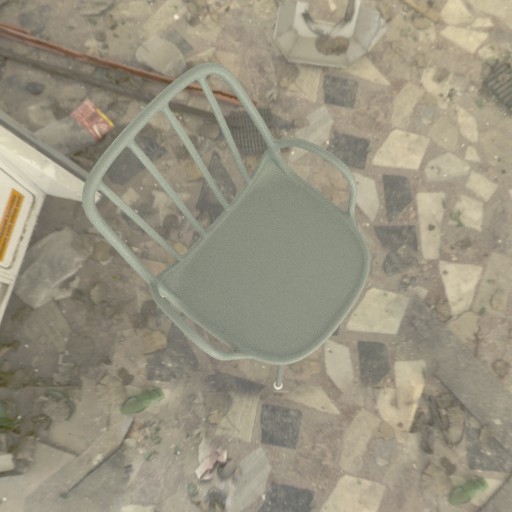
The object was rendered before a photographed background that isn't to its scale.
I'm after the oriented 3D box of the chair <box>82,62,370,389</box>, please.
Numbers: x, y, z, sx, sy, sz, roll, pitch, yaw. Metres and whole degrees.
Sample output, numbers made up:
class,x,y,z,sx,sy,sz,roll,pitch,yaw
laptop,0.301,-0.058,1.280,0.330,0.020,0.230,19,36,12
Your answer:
class,x,y,z,sx,sy,sz,roll,pitch,yaw
chair,0.000,0.000,1.213,0.597,0.816,0.549,38,79,9
